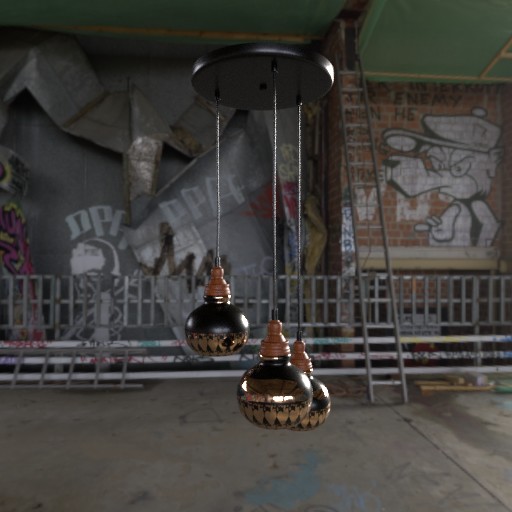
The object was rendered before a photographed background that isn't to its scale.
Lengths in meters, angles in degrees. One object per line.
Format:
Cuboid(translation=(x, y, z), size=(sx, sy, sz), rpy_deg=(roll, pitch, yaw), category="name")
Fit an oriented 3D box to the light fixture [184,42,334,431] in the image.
Cuboid(translation=(0.000, 0.000, 1.744), size=(0.605, 1.410, 0.608), rpy_deg=(0, -1, 16), category="light fixture")
